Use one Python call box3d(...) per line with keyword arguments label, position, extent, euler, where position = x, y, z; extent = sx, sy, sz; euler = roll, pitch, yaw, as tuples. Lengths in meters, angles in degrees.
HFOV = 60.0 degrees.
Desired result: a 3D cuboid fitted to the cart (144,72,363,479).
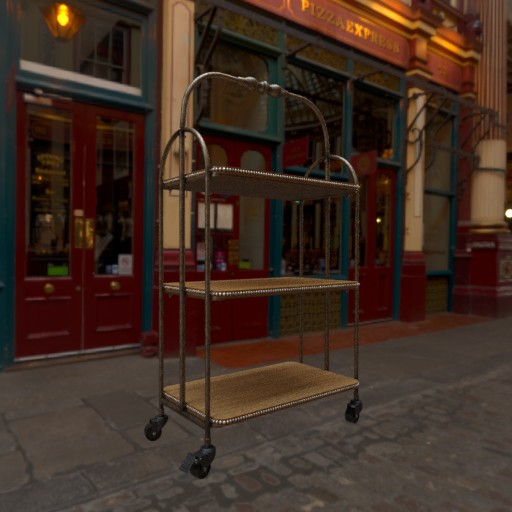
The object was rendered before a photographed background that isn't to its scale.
box3d(label="cart", position=(0.000, 0.000, 1.325), extent=(0.650, 1.052, 0.330), euler=(-1, 1, -38))
